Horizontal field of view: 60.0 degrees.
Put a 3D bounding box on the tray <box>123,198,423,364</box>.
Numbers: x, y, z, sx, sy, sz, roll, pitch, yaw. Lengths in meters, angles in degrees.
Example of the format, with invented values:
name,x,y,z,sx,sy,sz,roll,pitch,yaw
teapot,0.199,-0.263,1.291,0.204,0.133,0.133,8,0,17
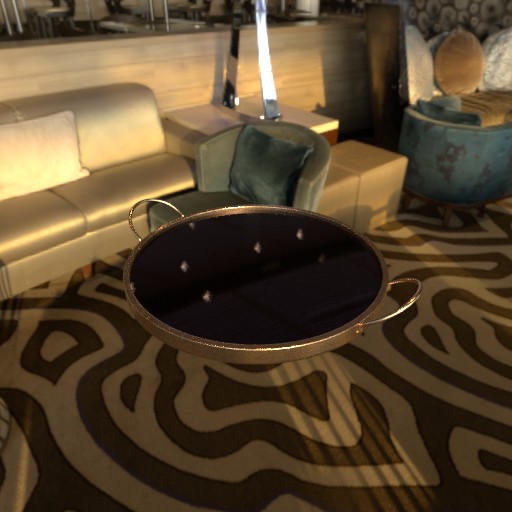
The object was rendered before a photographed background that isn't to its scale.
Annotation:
name,x,y,z,sx,sy,sz,roll,pitch,yaw
tray,0.000,0.000,0.751,0.543,0.069,0.438,19,36,28
